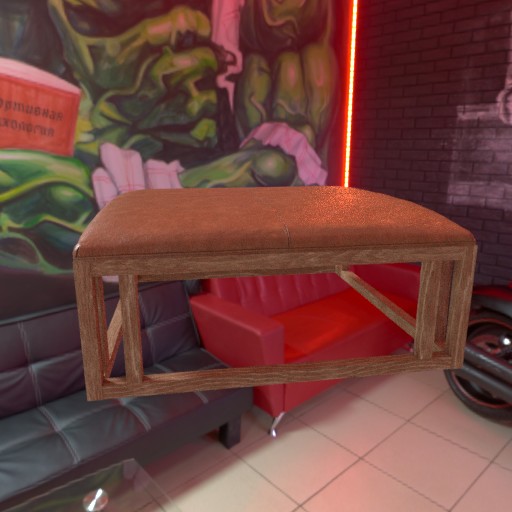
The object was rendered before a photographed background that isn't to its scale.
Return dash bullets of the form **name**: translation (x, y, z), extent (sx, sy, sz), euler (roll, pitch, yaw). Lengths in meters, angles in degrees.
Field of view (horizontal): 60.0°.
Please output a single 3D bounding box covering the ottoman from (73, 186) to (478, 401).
- **ottoman**: translation (0.000, 0.000, 1.594), extent (1.016, 0.442, 1.013), euler (-2, 14, -9)
